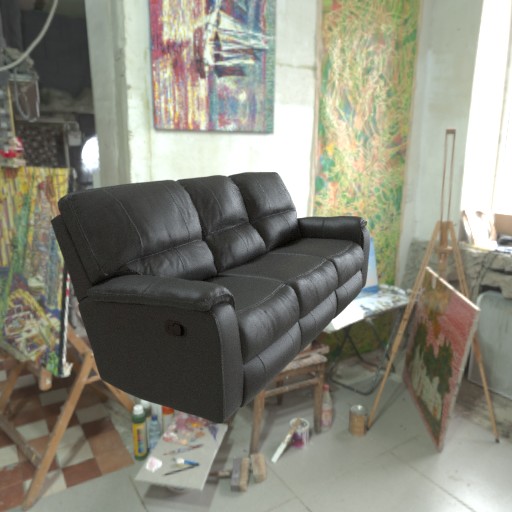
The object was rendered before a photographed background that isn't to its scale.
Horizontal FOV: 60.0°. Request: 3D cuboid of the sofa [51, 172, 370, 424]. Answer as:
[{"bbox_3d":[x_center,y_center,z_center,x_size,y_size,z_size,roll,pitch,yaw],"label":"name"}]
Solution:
[{"bbox_3d":[0.000,0.000,3.217,1.104,1.134,2.627,7,15,28],"label":"sofa"}]
